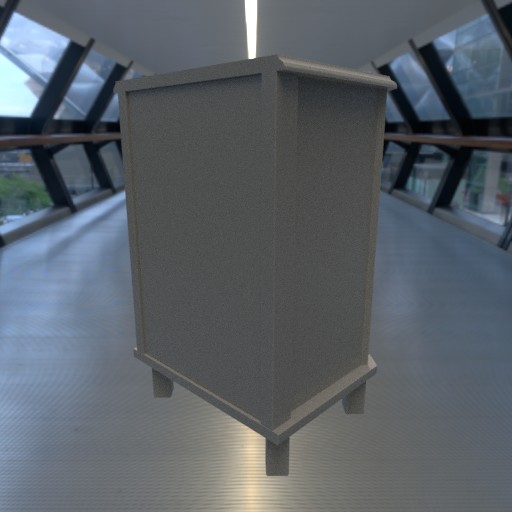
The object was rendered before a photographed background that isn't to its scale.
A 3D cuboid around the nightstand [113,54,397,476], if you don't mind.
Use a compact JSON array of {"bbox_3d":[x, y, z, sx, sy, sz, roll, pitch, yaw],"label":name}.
[{"bbox_3d":[0.000,0.000,0.917,0.435,0.680,0.348,14,20,42],"label":"nightstand"}]
